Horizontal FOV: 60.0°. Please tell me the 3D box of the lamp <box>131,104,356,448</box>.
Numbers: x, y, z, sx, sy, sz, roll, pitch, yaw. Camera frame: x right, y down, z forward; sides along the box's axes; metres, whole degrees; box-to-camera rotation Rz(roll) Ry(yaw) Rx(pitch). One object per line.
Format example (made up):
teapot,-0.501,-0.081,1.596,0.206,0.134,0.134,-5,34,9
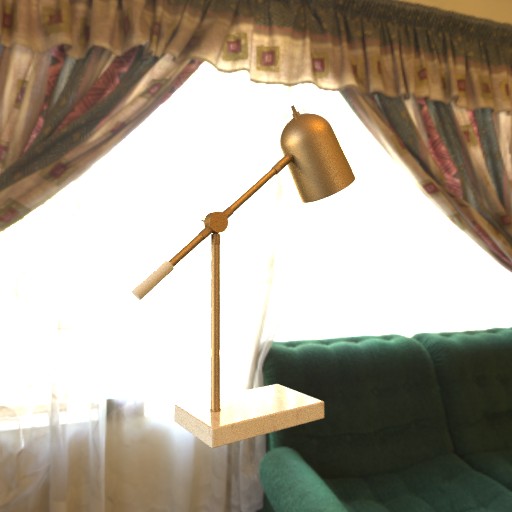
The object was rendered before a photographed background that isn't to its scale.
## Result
lamp,0.000,0.000,0.828,0.471,0.603,0.144,0,-1,-34
